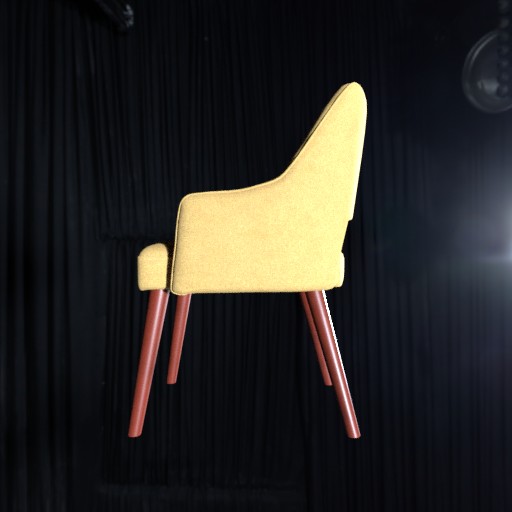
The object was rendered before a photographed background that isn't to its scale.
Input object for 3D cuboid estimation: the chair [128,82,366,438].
[{"bbox_3d":[0.000,0.000,1.257,0.605,0.849,0.548,0,1,1],"label":"chair"}]
